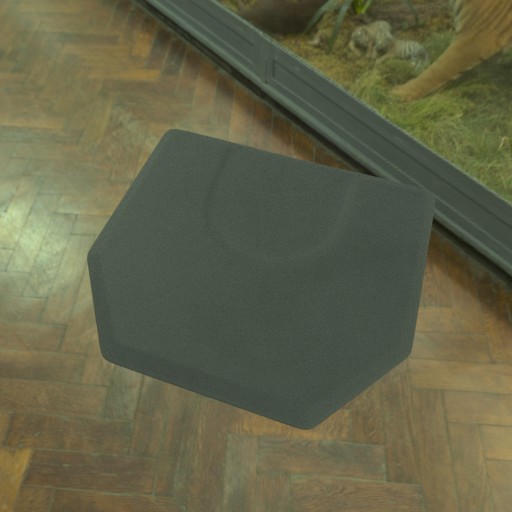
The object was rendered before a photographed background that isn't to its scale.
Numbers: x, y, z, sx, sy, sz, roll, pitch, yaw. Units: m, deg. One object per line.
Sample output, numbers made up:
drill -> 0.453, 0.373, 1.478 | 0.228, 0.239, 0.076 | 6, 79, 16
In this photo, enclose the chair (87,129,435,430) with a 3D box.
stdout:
chair -> 0.000, 0.000, 1.874 | 1.372, 0.024, 1.219 | 16, 59, 10
